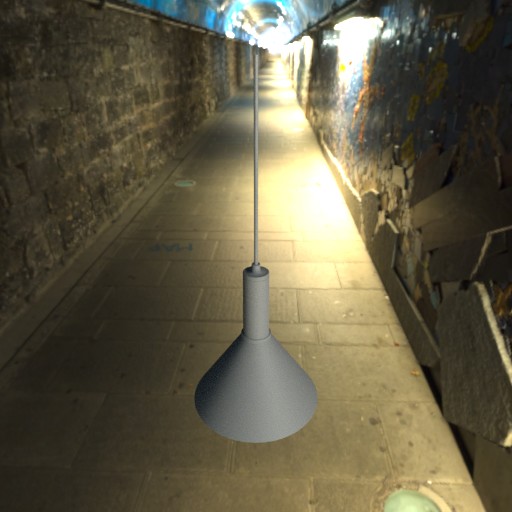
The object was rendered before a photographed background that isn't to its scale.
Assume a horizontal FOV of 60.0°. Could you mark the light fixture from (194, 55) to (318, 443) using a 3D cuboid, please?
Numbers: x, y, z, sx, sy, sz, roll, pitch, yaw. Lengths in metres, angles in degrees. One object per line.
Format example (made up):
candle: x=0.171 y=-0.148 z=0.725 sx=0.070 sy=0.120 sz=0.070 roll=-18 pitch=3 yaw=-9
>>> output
light fixture: x=0.000 y=0.000 z=0.826 sx=0.267 sy=0.683 sz=0.267 roll=8 pitch=26 yaw=16
